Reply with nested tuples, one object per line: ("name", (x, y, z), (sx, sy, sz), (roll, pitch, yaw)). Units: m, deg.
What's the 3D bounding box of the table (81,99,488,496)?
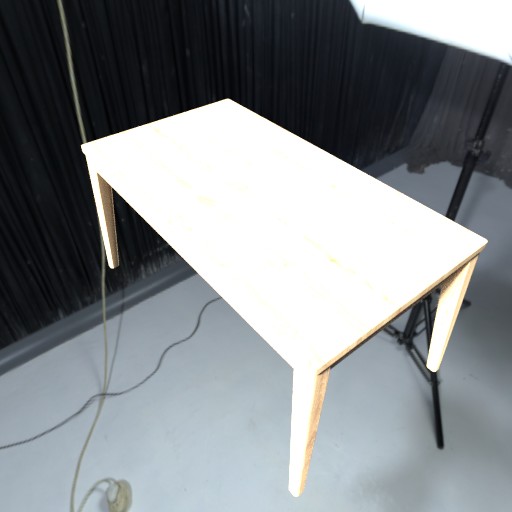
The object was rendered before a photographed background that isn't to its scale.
("table", (0.000, 0.000, 2.044), (0.900, 0.760, 1.600), (-28, 49, -27))
